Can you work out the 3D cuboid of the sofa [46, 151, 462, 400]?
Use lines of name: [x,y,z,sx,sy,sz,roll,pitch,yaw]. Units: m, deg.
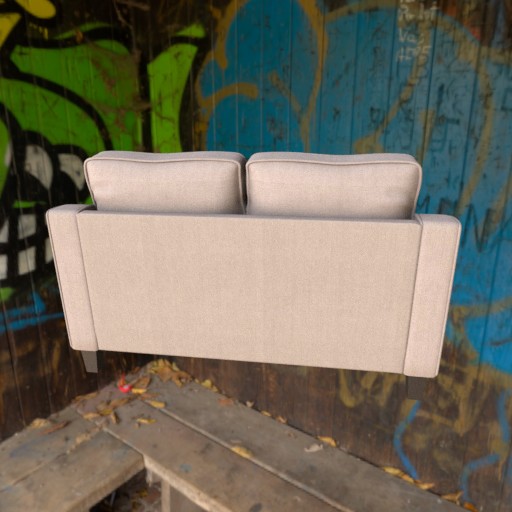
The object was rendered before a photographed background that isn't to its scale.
sofa: [0.000,0.000,2.014,1.500,0.948,0.791,2,17,8]
